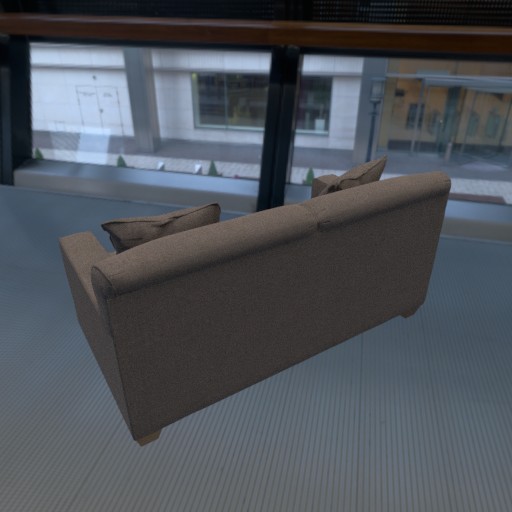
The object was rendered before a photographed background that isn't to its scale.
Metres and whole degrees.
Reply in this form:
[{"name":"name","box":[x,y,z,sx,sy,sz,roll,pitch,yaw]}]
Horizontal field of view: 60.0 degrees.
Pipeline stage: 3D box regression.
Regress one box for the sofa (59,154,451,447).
[{"name":"sofa","box":[0.000,0.000,2.438,1.846,0.958,1.000,-18,34,-28]}]
